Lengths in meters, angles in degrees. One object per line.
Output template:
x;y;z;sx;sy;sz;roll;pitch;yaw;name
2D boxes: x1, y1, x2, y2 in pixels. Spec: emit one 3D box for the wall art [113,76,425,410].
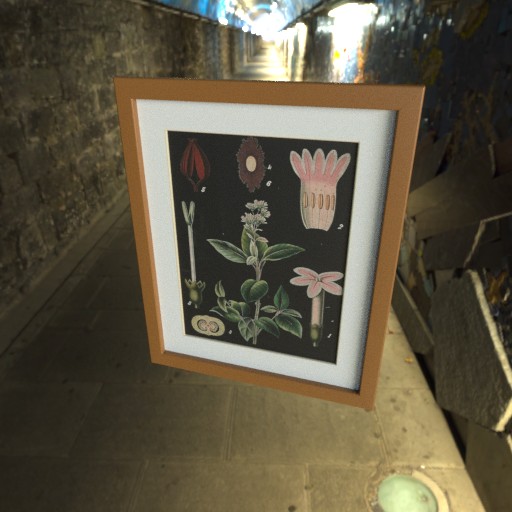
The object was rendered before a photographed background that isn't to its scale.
0.000;0.000;0.744;0.449;0.550;0.021;8;28;15;wall art
